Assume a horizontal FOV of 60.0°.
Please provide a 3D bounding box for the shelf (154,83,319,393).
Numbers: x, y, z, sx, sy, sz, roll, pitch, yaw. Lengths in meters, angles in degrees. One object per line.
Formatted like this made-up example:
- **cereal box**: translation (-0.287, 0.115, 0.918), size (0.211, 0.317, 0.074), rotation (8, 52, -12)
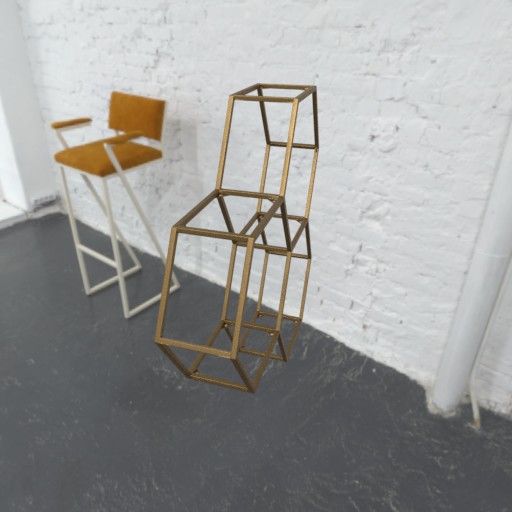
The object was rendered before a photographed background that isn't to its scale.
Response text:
- **shelf**: translation (0.000, 0.000, 1.046), size (0.150, 0.701, 0.708), rotation (8, 29, 15)
